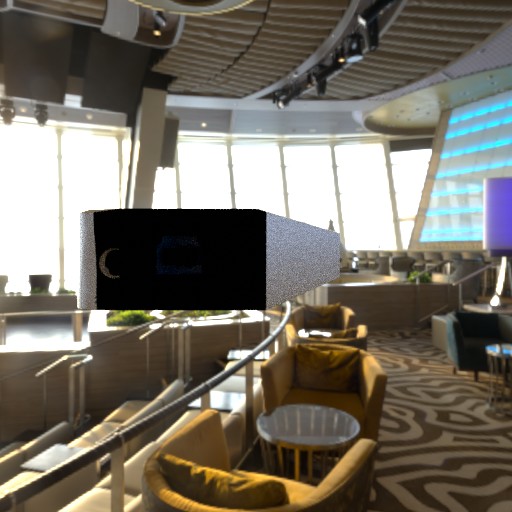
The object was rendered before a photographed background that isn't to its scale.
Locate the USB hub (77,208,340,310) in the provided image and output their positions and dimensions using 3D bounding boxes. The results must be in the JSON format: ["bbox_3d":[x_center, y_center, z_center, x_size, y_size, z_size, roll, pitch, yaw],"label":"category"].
[{"bbox_3d":[0.000,0.000,0.164,0.044,0.023,0.145,0,1,18],"label":"USB hub"}]
